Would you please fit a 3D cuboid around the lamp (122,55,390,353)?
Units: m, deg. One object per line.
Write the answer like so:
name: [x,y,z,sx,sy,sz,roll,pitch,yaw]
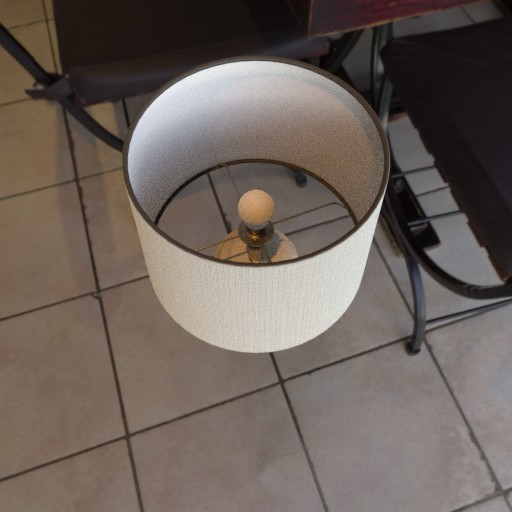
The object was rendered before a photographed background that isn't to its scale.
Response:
lamp: [0.000,0.000,0.806,0.376,0.594,0.376,0,63,0]
